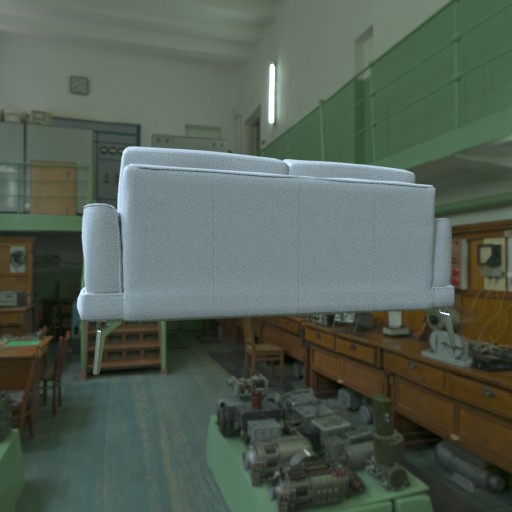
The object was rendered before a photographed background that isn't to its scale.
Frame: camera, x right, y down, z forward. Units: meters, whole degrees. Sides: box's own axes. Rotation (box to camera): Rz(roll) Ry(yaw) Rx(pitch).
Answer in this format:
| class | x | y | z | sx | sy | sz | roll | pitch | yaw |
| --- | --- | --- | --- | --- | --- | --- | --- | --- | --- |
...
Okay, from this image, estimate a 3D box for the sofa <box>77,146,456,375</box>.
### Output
| class | x | y | z | sx | sy | sz | roll | pitch | yaw |
| --- | --- | --- | --- | --- | --- | --- | --- | --- | --- |
| sofa | 0.000 | 0.000 | 2.457 | 1.819 | 0.930 | 1.121 | 0 | -1 | -19 |
